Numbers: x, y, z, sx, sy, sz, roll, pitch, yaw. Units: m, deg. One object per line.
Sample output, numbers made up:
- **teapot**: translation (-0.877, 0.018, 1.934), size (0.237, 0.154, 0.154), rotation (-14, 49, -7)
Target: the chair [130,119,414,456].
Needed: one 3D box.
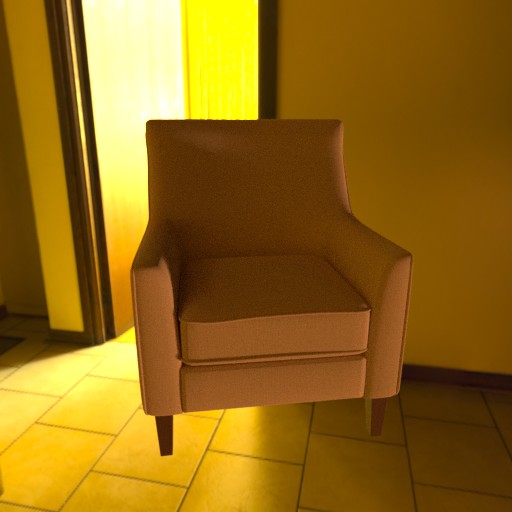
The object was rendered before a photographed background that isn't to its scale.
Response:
- **chair**: translation (0.000, 0.000, 1.544), size (0.756, 0.916, 0.879), rotation (-2, 17, -7)
